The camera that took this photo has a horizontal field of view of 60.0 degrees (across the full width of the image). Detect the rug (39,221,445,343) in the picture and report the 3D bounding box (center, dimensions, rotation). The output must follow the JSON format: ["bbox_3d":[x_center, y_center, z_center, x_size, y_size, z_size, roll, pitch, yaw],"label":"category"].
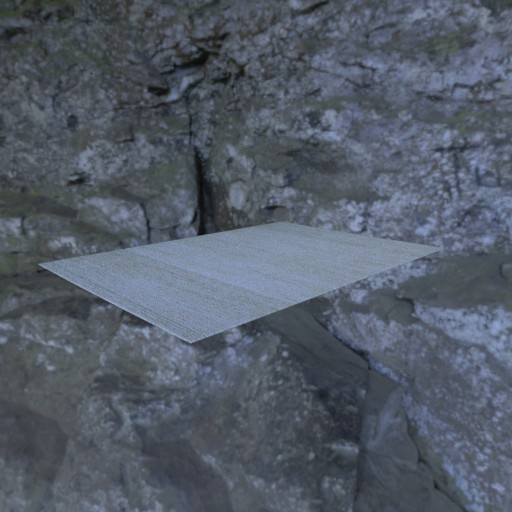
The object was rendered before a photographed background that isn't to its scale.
[{"bbox_3d":[0.000,0.000,5.209,3.935,0.025,2.782,-13,19,-43],"label":"rug"}]
